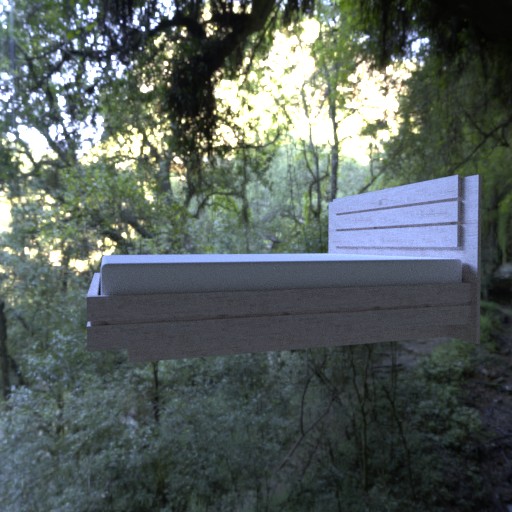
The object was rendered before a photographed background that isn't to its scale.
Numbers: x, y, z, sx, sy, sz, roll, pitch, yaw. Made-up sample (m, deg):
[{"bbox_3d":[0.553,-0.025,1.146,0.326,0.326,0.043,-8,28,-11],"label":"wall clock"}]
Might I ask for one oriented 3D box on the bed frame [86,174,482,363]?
[{"bbox_3d":[0.000,0.000,2.989,2.080,0.970,1.750,-1,2,-19],"label":"bed frame"}]
